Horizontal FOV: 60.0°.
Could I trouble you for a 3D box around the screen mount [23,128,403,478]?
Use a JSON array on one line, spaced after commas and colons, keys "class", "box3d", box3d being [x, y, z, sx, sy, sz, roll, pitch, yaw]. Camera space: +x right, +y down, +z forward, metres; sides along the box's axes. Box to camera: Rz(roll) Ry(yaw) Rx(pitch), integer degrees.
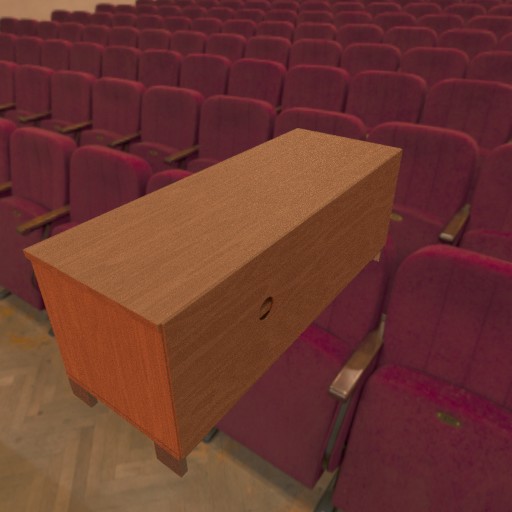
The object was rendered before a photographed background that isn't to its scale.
[{"class": "screen mount", "box3d": [0.000, 0.000, 1.301, 0.406, 0.432, 1.084, 21, 38, 30]}]
